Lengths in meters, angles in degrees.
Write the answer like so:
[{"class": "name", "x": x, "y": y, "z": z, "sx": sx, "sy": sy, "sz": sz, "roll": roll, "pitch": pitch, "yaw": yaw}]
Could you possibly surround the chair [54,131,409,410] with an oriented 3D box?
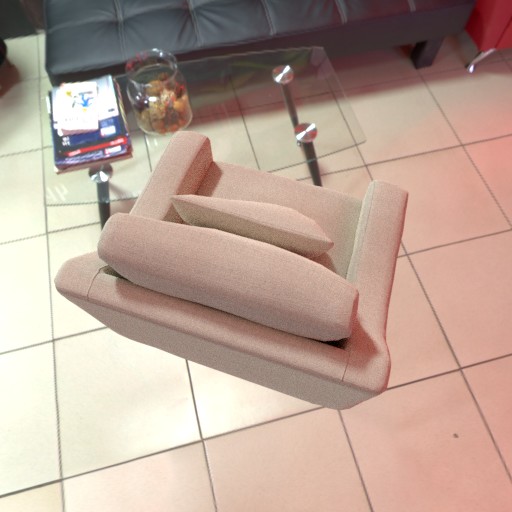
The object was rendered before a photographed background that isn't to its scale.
[{"class": "chair", "x": 0.000, "y": 0.000, "z": 1.956, "sx": 1.178, "sy": 1.016, "sz": 1.009, "roll": 16, "pitch": 64, "yaw": 8}]
